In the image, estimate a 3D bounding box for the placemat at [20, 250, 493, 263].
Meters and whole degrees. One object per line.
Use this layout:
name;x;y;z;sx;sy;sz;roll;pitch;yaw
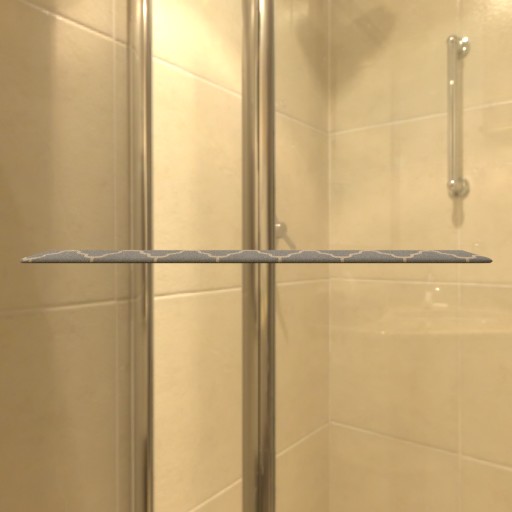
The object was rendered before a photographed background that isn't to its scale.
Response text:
placemat;0.000;0.000;0.938;0.762;0.021;0.508;0;0;0
